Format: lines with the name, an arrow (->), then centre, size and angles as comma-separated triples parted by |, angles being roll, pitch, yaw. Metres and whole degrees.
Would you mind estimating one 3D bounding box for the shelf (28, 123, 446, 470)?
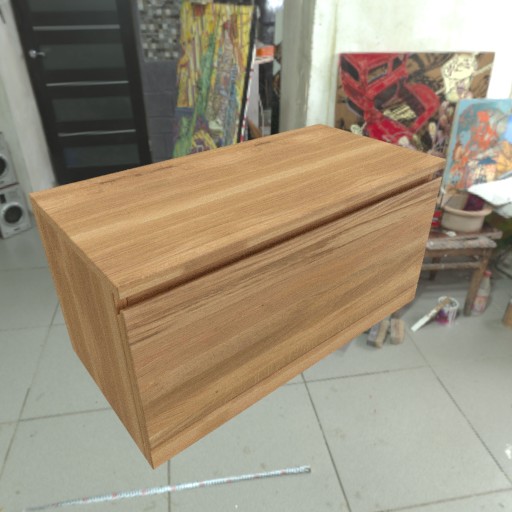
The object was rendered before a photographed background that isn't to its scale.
shelf -> 0.000, 0.000, 1.035 | 0.800, 0.400, 0.400 | -23, 38, -33
